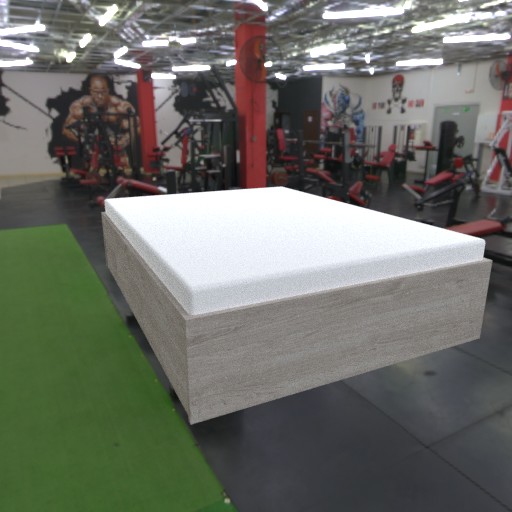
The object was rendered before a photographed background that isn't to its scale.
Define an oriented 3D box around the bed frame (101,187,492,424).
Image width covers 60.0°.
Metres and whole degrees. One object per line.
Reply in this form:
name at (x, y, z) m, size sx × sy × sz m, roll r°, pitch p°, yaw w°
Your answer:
bed frame at (0.000, 0.000, 2.594) m, size 1.448 × 0.490 × 1.944 m, roll -8°, pitch 19°, yaw -25°
